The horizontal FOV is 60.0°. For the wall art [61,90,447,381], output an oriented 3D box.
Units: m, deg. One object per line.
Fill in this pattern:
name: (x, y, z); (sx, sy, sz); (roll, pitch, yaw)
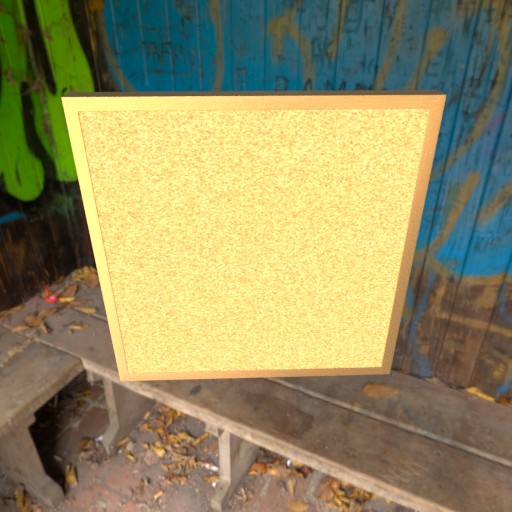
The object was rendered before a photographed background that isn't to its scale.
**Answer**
wall art: (0.000, 0.000, 0.729); (0.510, 0.509, 0.037); (-1, 30, -2)
